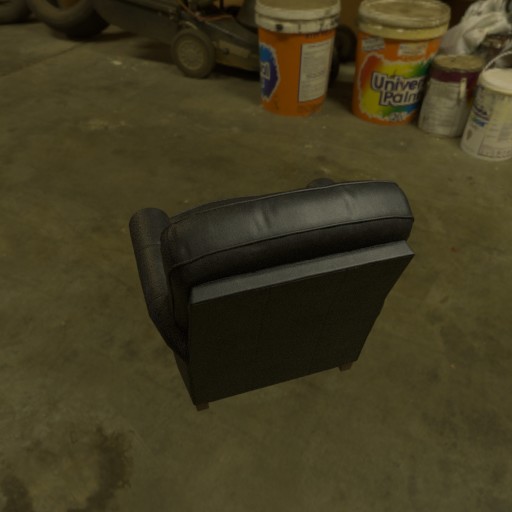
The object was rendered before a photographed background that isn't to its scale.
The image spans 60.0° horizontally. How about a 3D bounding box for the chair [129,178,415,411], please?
[{"bbox_3d":[0.000,0.000,1.787,0.936,1.018,0.986,-12,43,-13],"label":"chair"}]
